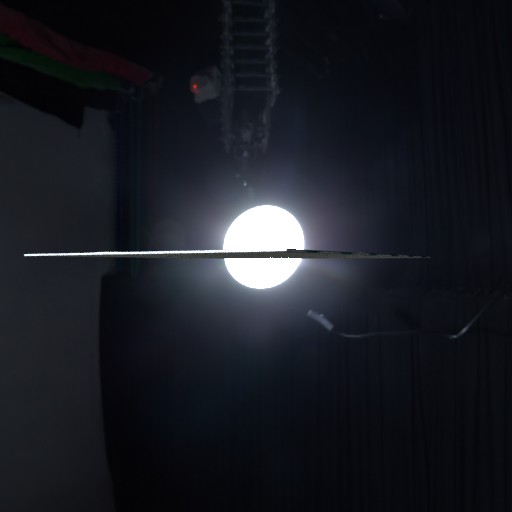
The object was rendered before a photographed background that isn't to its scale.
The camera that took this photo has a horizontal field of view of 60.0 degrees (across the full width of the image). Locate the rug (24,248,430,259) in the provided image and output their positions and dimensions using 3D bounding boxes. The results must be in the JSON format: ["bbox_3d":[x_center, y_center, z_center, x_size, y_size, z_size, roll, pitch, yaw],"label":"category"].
[{"bbox_3d":[0.000,0.000,4.129,2.434,0.019,3.041,-1,-1,34],"label":"rug"}]
